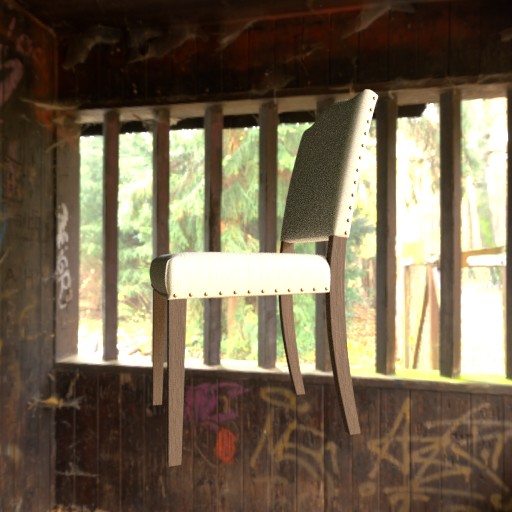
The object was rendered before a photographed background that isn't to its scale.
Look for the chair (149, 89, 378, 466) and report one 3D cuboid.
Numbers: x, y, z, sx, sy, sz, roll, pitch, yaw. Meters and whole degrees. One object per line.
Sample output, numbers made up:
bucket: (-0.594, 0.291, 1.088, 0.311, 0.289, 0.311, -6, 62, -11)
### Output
chair: (0.000, 0.000, 1.392, 0.619, 1.015, 0.508, 0, 0, -18)
